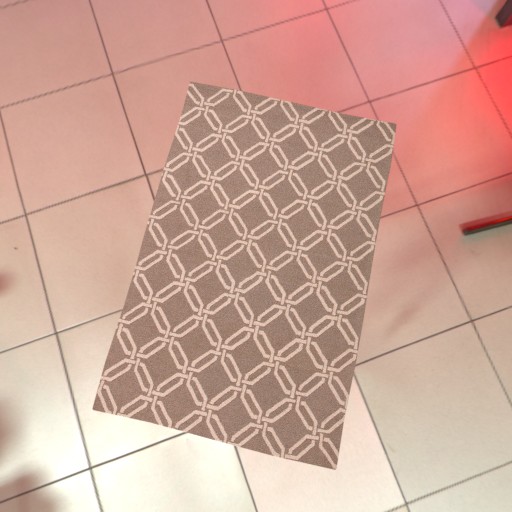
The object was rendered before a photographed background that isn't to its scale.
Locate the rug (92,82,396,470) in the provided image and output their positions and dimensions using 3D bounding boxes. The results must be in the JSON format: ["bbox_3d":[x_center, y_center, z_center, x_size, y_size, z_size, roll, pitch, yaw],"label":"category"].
[{"bbox_3d":[0.000,0.000,2.182,1.142,0.010,1.748,13,77,3],"label":"rug"}]
